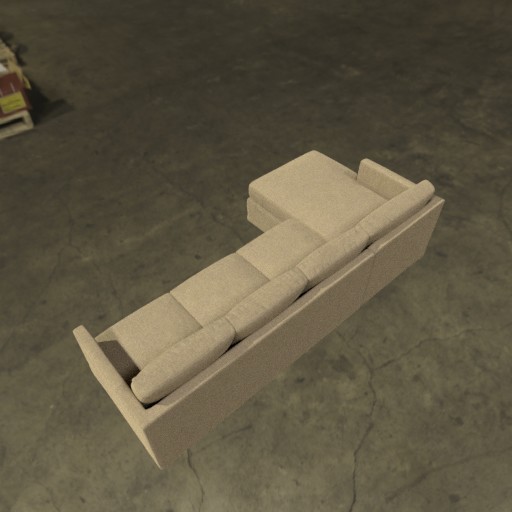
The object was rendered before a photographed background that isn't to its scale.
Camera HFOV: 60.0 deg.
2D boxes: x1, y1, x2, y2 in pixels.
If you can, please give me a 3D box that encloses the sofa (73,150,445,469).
[{"bbox_3d":[0.000,0.000,3.911,3.198,0.920,1.638,-32,54,-27],"label":"sofa"}]
